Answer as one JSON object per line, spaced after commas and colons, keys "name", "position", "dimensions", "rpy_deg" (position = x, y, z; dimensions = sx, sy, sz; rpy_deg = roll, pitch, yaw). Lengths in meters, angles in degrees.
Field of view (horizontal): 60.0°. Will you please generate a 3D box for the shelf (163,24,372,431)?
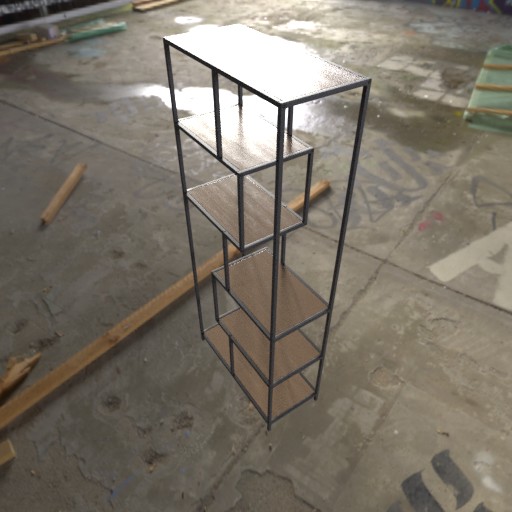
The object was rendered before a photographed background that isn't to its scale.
{"name": "shelf", "position": [0.000, 0.000, 2.148], "dimensions": [0.350, 1.850, 0.770], "rpy_deg": [-24, 47, -25]}
